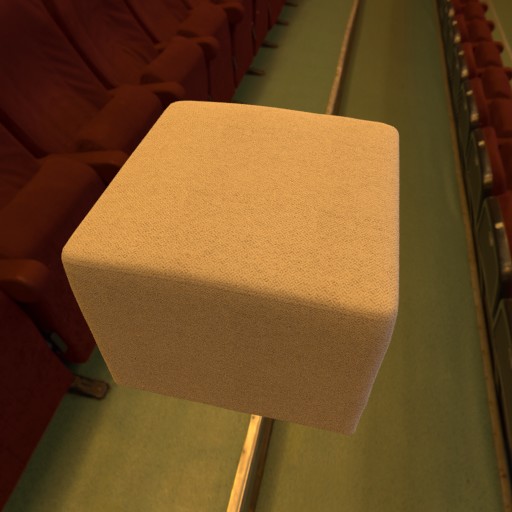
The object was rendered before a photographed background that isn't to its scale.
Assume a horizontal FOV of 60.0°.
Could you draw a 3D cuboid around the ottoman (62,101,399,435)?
[{"bbox_3d":[0.000,0.000,0.931,0.512,0.453,0.521,9,47,9],"label":"ottoman"}]
